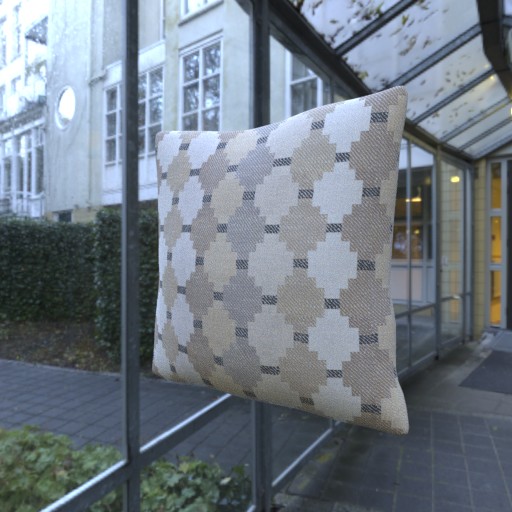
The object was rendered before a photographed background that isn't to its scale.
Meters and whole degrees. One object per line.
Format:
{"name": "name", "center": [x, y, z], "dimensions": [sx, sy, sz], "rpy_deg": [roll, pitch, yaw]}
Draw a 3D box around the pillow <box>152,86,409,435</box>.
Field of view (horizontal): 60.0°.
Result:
{"name": "pillow", "center": [0.000, 0.000, 0.850], "dimensions": [0.578, 0.558, 0.192], "rpy_deg": [0, 0, 35]}
